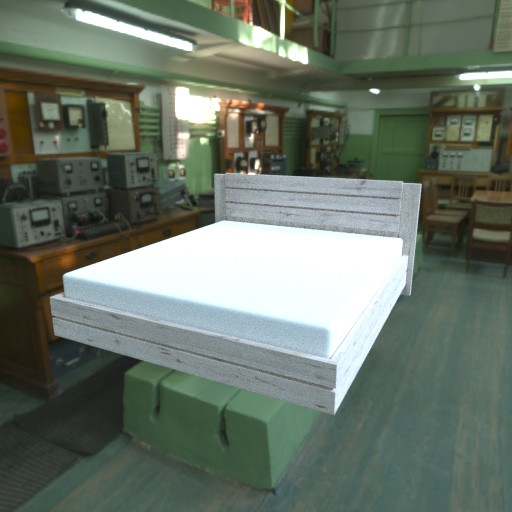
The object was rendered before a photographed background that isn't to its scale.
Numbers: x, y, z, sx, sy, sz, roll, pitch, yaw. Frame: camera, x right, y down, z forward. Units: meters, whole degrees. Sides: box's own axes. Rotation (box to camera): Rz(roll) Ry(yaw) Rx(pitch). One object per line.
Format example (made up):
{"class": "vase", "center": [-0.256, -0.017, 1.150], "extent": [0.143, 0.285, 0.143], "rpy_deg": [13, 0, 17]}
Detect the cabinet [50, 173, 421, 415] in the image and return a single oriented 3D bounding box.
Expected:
{"class": "cabinet", "center": [0.000, 0.000, 3.244], "extent": [1.950, 0.970, 2.080], "rpy_deg": [8, 17, 26]}
